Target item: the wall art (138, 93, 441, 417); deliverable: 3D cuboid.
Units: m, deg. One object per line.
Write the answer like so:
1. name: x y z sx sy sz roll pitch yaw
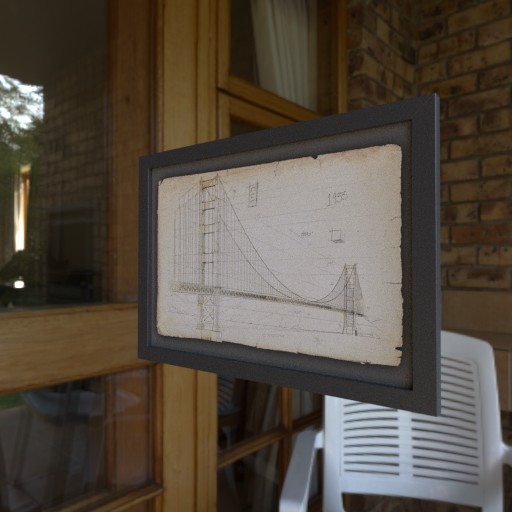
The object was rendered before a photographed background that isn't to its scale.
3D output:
1. wall art: 0.000 0.000 0.551 0.432 0.306 0.016 -1 -1 36
